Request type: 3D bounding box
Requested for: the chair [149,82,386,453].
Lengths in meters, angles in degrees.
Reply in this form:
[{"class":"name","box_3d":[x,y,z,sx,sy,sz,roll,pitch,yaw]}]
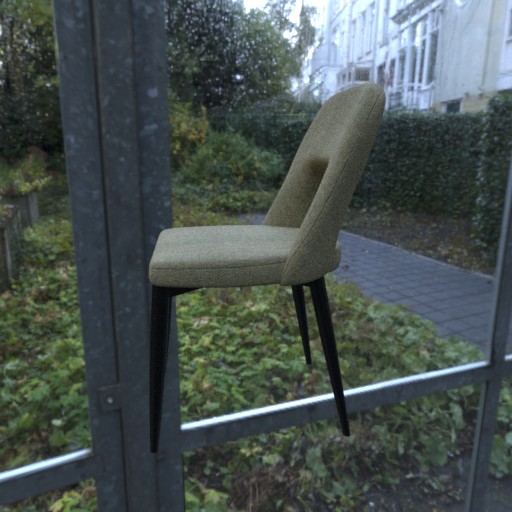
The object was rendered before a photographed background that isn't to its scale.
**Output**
[{"class":"chair","box_3d":[0.000,0.000,1.275,0.612,0.931,0.470,-2,14,-8]}]
